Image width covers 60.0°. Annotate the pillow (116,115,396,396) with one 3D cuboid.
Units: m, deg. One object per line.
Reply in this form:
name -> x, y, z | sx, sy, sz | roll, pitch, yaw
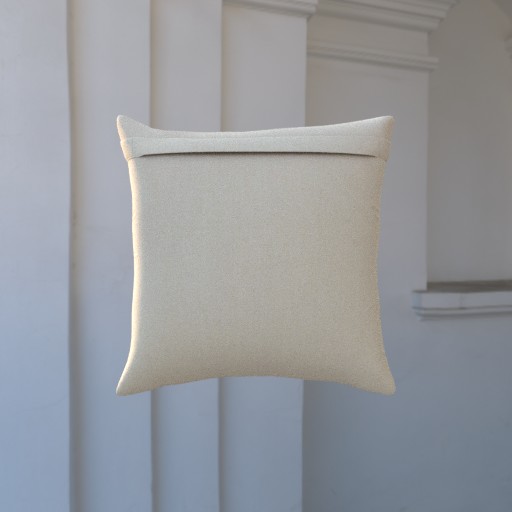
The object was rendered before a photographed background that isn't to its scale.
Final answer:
pillow -> 0.000, 0.000, 0.643 | 0.405, 0.406, 0.173 | 0, 0, 0
